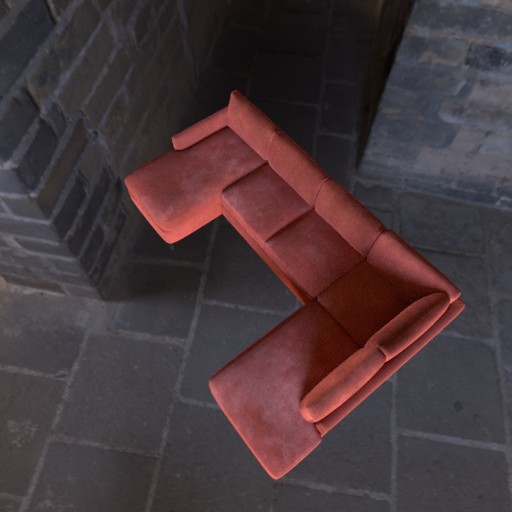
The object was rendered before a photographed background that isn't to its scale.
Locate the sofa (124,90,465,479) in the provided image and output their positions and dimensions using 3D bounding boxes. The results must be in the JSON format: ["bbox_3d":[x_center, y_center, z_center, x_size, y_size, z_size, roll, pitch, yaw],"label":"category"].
[{"bbox_3d":[0.000,0.000,3.894,1.981,0.858,2.971,-34,67,-17],"label":"sofa"}]
